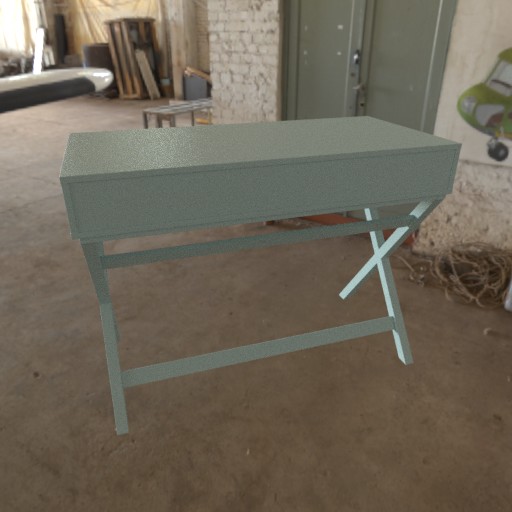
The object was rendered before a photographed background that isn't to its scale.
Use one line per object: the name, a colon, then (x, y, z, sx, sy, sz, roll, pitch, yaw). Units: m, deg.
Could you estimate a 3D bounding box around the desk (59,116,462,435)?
desk: (0.000, 0.000, 1.488, 1.059, 0.780, 0.509, -8, 28, -16)
